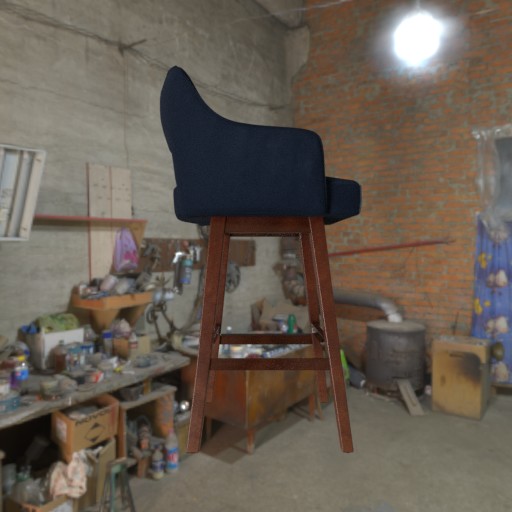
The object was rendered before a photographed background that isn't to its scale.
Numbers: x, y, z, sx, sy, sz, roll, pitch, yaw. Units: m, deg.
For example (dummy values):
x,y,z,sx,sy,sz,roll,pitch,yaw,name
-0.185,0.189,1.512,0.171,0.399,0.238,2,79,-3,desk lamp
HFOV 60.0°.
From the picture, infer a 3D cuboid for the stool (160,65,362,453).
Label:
x,y,z,sx,sy,sz,roll,pitch,yaw,name
0.000,0.000,1.376,0.560,1.041,0.550,0,0,0,stool
